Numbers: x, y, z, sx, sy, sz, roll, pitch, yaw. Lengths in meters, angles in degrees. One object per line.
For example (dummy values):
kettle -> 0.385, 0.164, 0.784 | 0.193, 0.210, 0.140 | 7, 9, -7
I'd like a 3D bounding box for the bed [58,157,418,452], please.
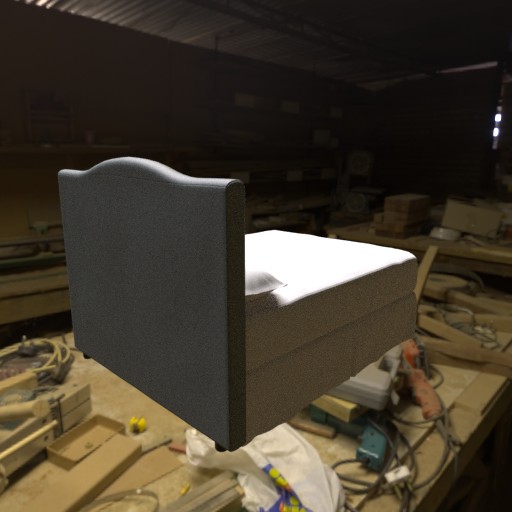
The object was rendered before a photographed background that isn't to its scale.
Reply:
bed -> 0.000, 0.000, 3.323 | 1.753, 1.460, 2.143 | 12, 18, 43
